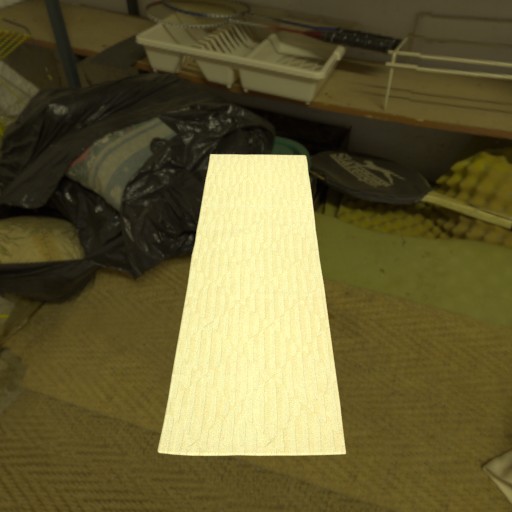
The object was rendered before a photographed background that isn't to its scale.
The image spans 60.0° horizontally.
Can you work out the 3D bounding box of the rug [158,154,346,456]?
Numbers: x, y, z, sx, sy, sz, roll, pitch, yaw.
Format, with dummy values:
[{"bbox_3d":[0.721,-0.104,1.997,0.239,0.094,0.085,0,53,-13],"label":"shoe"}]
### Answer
[{"bbox_3d":[0.000,0.000,2.736,0.793,0.014,2.450,1,43,1],"label":"rug"}]
